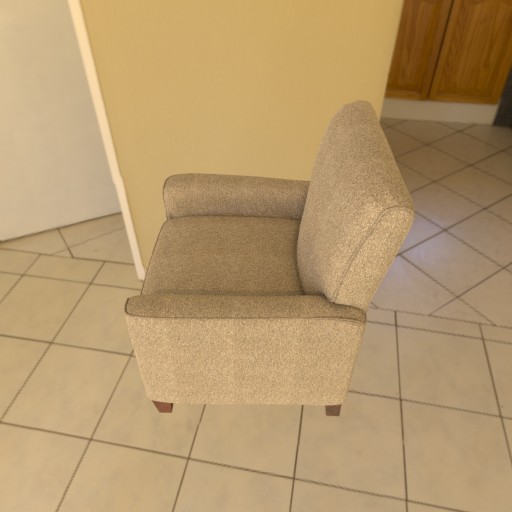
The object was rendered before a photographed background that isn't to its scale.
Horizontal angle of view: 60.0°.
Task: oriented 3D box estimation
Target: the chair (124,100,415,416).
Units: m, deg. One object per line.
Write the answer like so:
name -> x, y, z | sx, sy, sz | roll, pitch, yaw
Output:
chair -> 0.000, 0.000, 1.704 | 0.858, 1.028, 0.841 | 1, 42, 1
